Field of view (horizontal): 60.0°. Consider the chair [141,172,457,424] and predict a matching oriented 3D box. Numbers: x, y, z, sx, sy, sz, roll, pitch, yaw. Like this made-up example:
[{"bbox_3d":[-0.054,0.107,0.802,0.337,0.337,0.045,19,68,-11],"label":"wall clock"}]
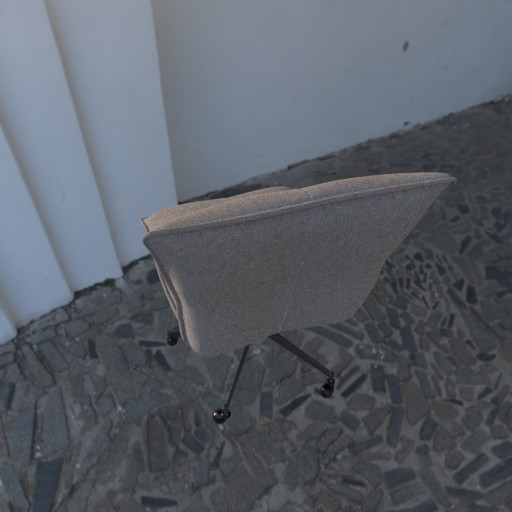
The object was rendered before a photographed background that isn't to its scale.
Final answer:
[{"bbox_3d":[0.000,0.000,1.268,0.597,0.811,0.696,-12,43,-13],"label":"chair"}]
